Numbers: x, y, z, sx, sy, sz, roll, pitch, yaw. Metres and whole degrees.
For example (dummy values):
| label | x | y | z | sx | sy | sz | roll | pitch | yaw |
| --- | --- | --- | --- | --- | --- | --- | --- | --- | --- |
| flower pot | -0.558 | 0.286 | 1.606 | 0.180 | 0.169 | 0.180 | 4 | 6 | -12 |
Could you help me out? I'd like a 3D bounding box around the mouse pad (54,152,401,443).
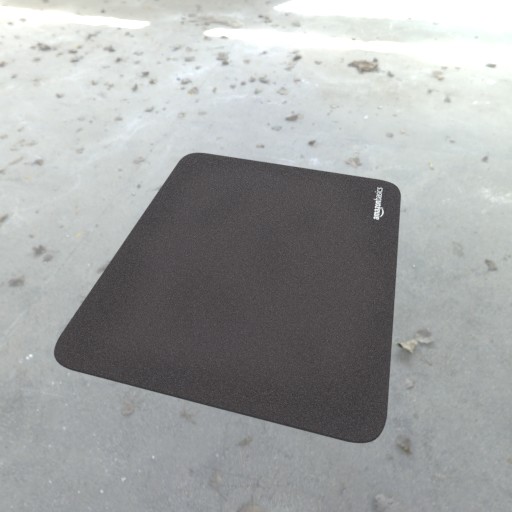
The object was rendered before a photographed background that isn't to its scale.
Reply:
| label | x | y | z | sx | sy | sz | roll | pitch | yaw |
| --- | --- | --- | --- | --- | --- | --- | --- | --- | --- |
| mouse pad | 0.000 | 0.000 | 0.343 | 0.211 | 0.002 | 0.249 | 11 | 47 | 10 |
